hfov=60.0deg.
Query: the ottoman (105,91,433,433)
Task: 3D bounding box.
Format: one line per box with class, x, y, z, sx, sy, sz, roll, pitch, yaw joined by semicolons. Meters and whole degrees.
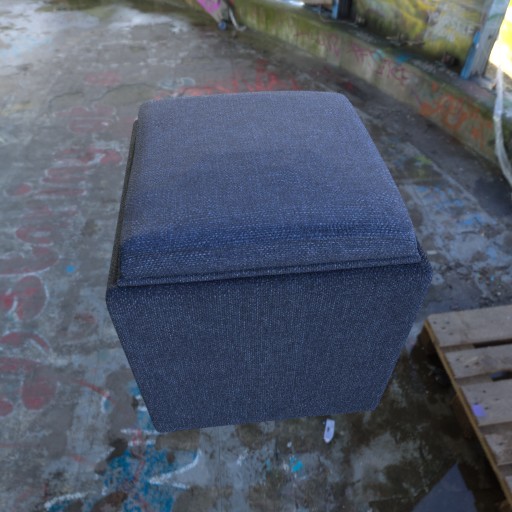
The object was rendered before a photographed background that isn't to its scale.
ottoman;0.000;0.000;0.848;0.436;0.493;0.454;-4;46;-4
